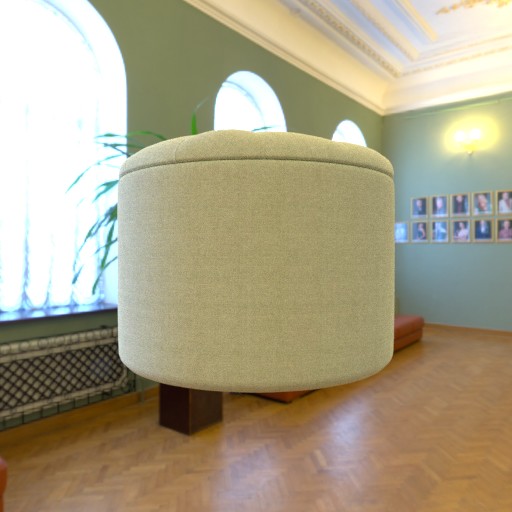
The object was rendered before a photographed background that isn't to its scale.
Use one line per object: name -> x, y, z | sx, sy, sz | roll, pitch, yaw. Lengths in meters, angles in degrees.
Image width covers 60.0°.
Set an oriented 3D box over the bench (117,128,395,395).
bench -> 0.000, 0.000, 1.005 | 0.600, 0.453, 0.600 | 0, 1, 0
